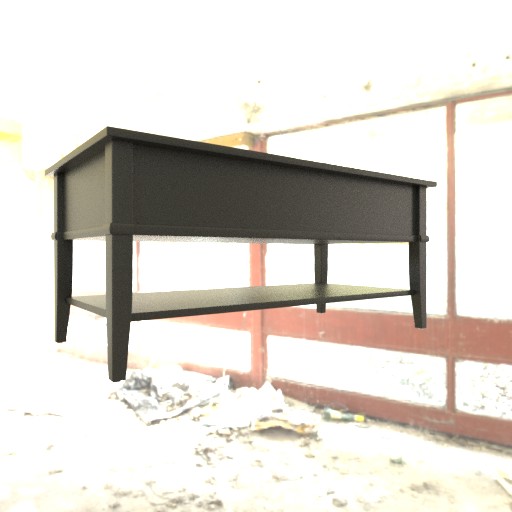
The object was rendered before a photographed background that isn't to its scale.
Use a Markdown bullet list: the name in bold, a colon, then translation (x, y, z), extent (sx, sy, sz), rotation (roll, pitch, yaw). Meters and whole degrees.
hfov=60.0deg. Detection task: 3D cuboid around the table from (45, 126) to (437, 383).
- **table**: translation (0.000, 0.000, 1.309), extent (1.044, 0.470, 0.523), rotation (0, 0, -36)
